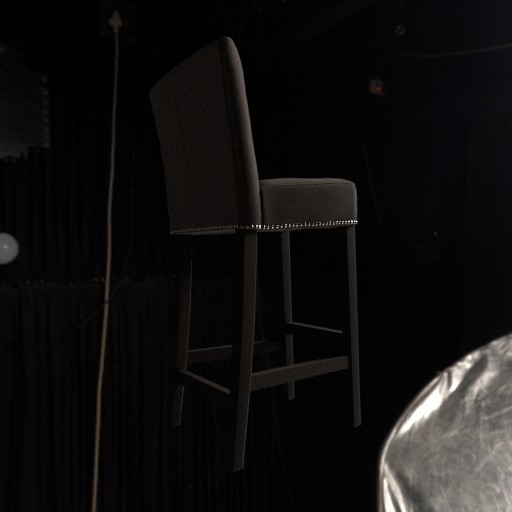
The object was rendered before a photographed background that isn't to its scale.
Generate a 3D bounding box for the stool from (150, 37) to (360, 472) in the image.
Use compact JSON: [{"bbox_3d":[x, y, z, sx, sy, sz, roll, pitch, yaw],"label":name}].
[{"bbox_3d":[0.000,0.000,1.346,0.548,1.047,0.411,0,0,-37],"label":"stool"}]
